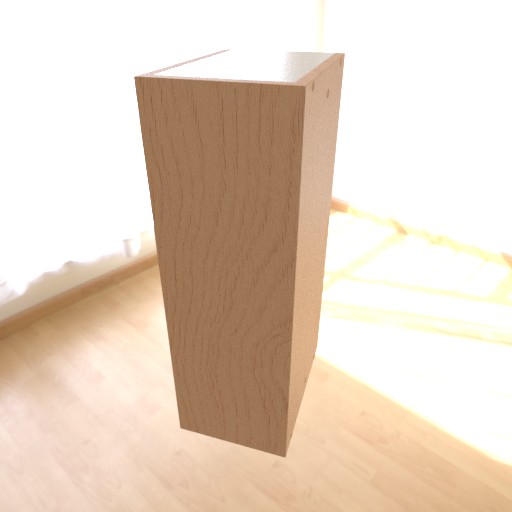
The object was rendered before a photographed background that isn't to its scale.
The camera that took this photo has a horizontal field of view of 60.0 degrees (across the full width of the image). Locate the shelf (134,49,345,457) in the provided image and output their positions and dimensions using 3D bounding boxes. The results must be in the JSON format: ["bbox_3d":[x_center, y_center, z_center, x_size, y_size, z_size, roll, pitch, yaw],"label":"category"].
[{"bbox_3d":[0.000,0.000,0.745,0.200,0.600,0.290,9,32,15],"label":"shelf"}]
